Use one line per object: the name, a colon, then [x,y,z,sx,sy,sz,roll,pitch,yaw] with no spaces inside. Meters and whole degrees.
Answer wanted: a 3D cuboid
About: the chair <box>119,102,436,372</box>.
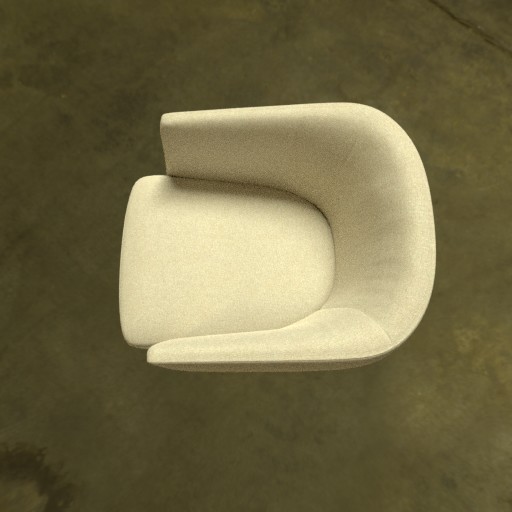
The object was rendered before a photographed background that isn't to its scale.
chair: [0.000,0.000,1.624,0.986,0.861,0.822,0,75,0]
